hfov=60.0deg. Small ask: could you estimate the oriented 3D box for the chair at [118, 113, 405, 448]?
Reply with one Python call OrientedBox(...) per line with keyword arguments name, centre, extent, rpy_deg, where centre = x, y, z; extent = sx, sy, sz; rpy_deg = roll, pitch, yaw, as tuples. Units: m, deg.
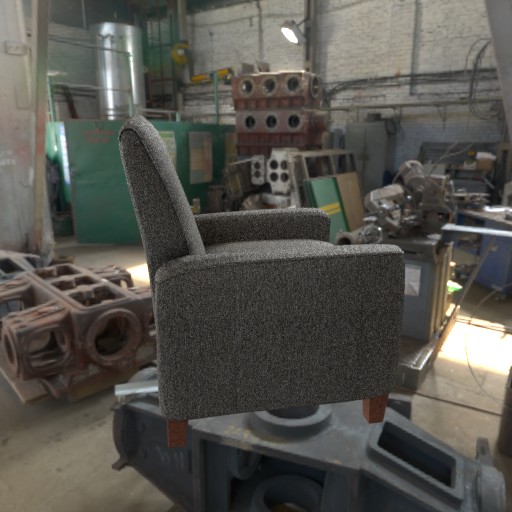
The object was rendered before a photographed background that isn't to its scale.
OrientedBox(name="chair", centre=(0.000, 0.000, 1.666), extent=(0.864, 1.014, 0.848), rpy_deg=(-3, 15, -10))
